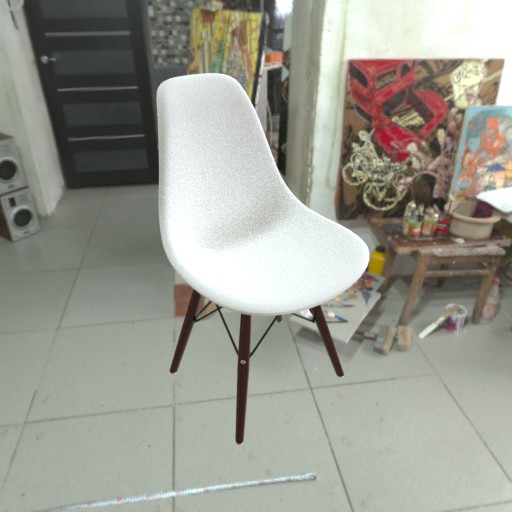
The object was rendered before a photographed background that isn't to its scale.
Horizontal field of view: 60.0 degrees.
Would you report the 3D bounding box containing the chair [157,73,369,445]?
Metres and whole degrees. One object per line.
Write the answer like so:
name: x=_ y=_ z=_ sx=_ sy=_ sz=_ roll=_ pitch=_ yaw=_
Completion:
chair: x=0.000 y=0.000 z=1.160 sx=0.470 sy=0.826 sz=0.533 roll=-22 pitch=37 yaw=-32
